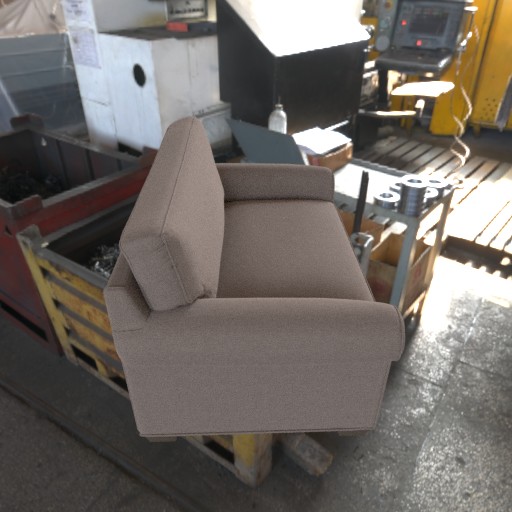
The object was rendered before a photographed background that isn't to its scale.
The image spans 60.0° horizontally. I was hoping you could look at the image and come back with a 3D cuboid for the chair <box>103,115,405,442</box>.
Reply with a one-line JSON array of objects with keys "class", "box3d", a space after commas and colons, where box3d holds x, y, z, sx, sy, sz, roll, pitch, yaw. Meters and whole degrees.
[{"class": "chair", "box3d": [0.000, 0.000, 1.972, 0.930, 0.930, 1.390, -1, 33, -2]}]
